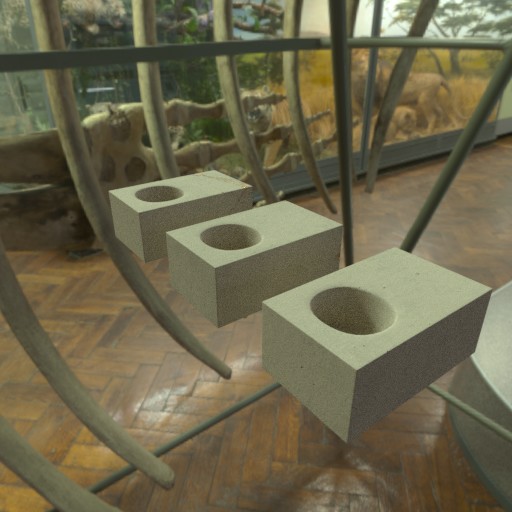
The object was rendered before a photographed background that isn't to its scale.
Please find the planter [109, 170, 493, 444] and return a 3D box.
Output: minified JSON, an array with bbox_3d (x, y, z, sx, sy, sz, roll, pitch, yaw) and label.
[{"bbox_3d":[0.000,0.000,0.378,0.127,0.051,0.333,-19,32,-32],"label":"planter"}]
